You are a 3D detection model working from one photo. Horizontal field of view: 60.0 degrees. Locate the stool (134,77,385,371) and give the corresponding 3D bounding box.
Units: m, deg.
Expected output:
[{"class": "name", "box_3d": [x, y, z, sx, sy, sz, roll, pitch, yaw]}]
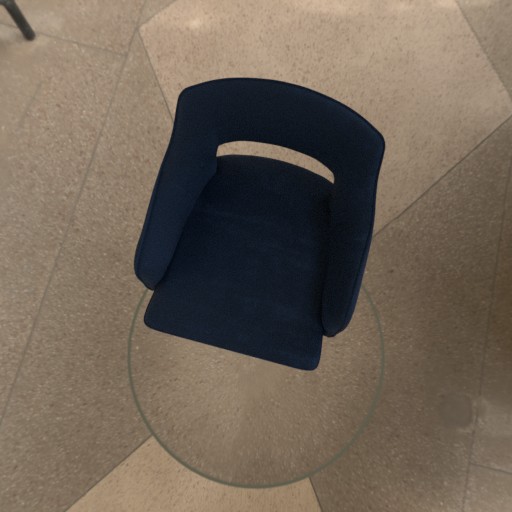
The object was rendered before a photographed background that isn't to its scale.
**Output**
[{"class": "stool", "box_3d": [0.000, 0.000, 1.301, 0.550, 0.940, 0.560, 14, 79, 3]}]
